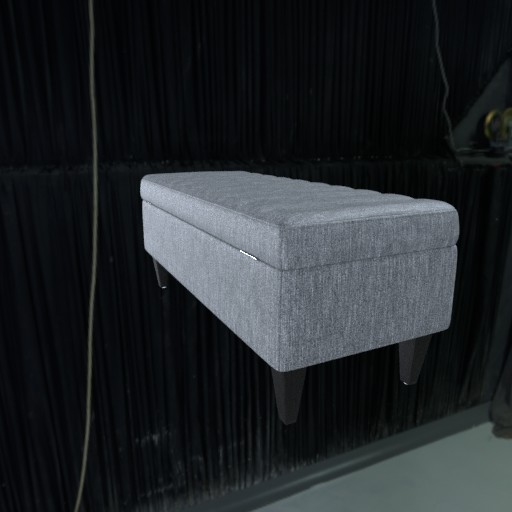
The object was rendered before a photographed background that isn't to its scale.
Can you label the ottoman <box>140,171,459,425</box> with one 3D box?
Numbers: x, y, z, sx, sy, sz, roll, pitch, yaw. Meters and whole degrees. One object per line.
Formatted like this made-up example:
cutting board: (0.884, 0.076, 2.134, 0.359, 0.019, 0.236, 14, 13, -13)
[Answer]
ottoman: (0.000, 0.000, 1.436, 0.482, 0.469, 1.151, -7, 17, -26)
